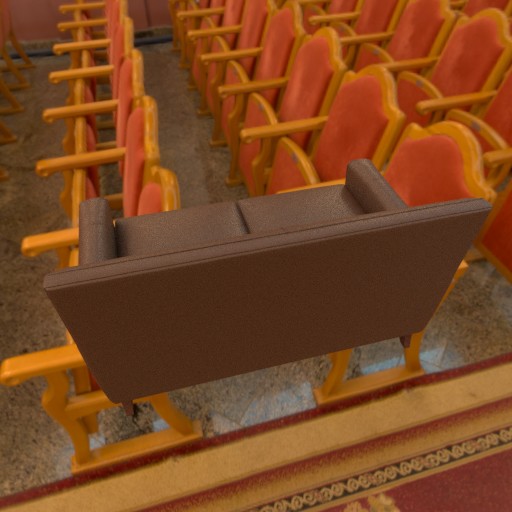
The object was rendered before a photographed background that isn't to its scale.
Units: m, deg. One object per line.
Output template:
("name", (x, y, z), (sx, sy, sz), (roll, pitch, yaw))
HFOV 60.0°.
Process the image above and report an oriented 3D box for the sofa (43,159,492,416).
("sofa", (0.000, 0.000, 1.968), (1.468, 0.859, 0.853), (-10, 43, -11))
